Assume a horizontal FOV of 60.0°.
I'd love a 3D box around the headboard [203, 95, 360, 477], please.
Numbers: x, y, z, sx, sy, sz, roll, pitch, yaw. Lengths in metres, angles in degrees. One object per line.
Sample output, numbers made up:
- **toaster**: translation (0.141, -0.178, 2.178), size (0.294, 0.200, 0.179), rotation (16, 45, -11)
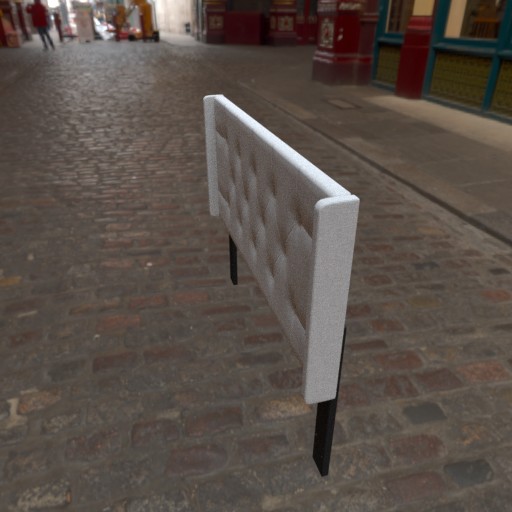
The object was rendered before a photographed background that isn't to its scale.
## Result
- **headboard**: translation (0.000, 0.000, 2.671), size (0.184, 1.524, 2.051), rotation (-8, 30, -14)
